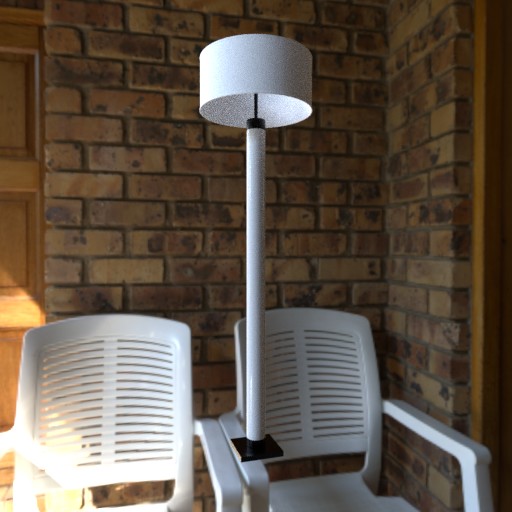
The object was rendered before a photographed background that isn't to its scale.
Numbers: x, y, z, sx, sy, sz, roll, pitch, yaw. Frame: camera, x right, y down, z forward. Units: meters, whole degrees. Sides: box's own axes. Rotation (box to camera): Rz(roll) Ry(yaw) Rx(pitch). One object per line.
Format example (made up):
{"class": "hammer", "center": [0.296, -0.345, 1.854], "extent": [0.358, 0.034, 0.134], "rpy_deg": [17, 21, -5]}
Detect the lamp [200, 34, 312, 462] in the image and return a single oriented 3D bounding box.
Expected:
{"class": "lamp", "center": [0.000, 0.000, 1.668], "extent": [0.420, 1.475, 0.420], "rpy_deg": [0, 1, -17]}
